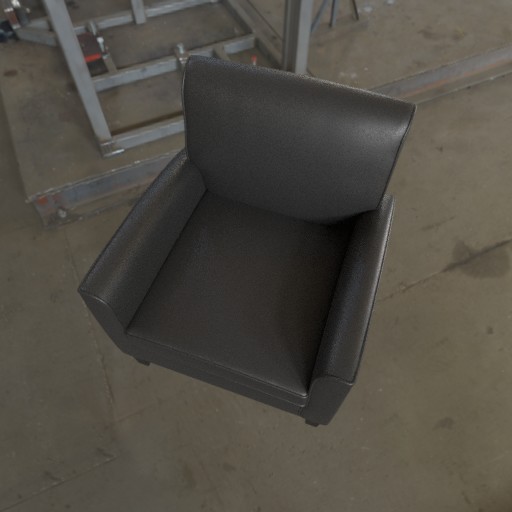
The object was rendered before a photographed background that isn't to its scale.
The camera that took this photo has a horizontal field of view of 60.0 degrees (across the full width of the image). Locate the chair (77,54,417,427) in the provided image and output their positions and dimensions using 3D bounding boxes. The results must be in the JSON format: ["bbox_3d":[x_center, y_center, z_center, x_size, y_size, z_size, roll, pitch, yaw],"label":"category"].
[{"bbox_3d":[0.000,0.000,1.542,0.820,0.916,0.819,17,59,10],"label":"chair"}]
